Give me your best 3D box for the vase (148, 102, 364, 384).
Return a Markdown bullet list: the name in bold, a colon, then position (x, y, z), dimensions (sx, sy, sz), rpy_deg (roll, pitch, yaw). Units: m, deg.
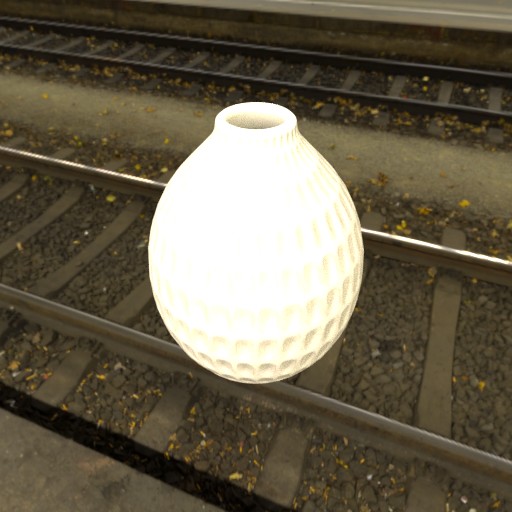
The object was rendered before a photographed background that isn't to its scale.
- **vase**: position (0.000, 0.000, 0.341), dimensions (0.162, 0.223, 0.162), rpy_deg (0, 40, 0)
